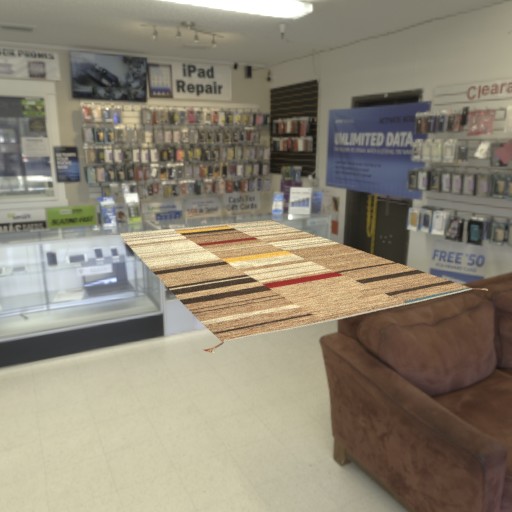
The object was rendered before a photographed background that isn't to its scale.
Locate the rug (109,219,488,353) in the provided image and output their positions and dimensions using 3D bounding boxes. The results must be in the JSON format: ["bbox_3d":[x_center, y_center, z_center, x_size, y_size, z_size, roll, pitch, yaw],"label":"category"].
[{"bbox_3d":[0.000,0.000,2.397,1.268,0.007,1.918,-7,16,-25],"label":"rug"}]
